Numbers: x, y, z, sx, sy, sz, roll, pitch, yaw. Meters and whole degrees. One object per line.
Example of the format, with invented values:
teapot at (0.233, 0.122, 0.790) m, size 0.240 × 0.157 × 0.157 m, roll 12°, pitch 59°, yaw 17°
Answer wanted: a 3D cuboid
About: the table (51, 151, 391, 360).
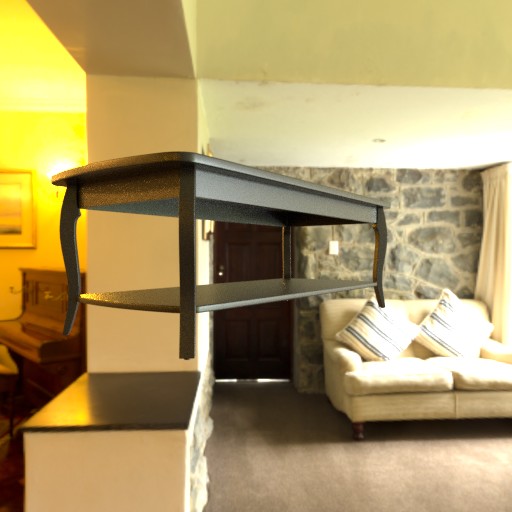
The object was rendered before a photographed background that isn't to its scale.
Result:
table at (0.000, 0.000, 1.611) m, size 0.571 × 0.457 × 1.333 m, roll 0°, pitch 0°, yaw 37°
